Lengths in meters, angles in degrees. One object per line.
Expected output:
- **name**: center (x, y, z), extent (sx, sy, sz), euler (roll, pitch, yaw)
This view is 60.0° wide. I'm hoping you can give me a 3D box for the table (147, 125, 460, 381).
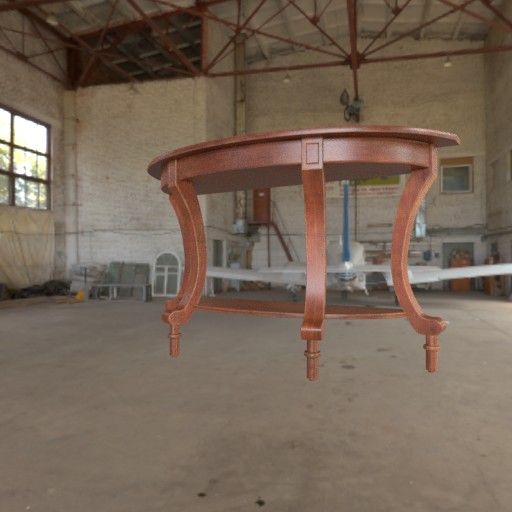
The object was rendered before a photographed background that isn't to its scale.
- **table**: center (0.000, 0.000, 1.485), extent (1.198, 0.699, 0.394), euler (0, 0, 33)
